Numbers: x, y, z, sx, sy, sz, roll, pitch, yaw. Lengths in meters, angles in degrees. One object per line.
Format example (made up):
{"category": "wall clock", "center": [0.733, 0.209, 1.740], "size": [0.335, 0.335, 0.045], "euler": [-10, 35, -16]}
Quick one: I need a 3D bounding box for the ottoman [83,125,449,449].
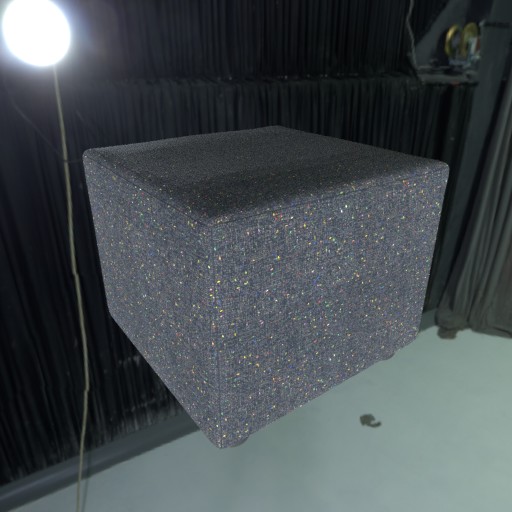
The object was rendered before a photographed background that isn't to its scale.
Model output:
{"category": "ottoman", "center": [0.000, 0.000, 0.906], "size": [0.508, 0.432, 0.508], "euler": [-17, 30, -32]}
